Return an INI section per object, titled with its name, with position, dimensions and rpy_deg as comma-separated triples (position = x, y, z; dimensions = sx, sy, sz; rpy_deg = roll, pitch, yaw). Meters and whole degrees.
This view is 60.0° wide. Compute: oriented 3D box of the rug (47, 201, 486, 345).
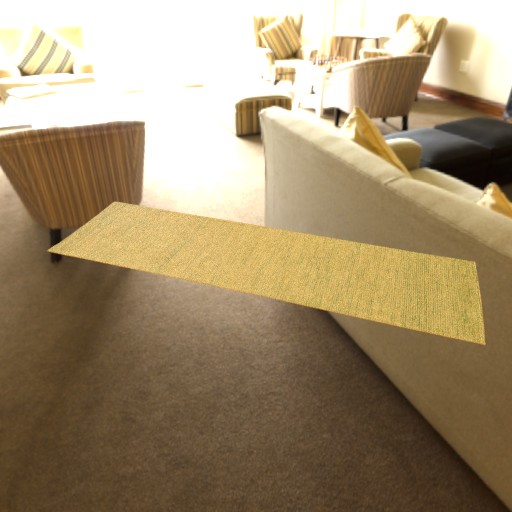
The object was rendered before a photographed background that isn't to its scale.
[rug]
position = 0.000, 0.000, 2.500
dimensions = 2.340, 0.013, 0.686
rpy_deg = 11, 34, 16
